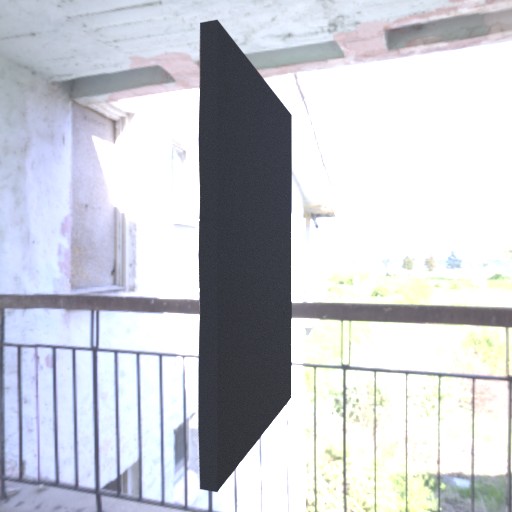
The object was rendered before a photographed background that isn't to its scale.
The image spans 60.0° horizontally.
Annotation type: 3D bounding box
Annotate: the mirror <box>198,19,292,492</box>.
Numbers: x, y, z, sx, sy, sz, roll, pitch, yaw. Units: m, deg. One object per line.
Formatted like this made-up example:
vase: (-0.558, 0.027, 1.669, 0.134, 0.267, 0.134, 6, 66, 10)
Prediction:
mirror: (0.000, 0.000, 1.149, 0.044, 0.912, 0.606, 0, 0, 18)
